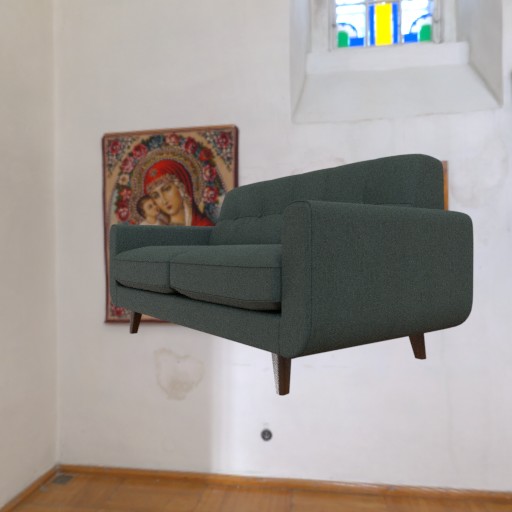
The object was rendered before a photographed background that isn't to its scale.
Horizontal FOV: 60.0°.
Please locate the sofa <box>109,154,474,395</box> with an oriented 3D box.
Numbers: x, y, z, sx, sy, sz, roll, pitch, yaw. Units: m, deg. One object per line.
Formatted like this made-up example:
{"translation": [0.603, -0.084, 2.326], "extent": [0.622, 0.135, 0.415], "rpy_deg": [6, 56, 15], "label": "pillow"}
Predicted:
{"translation": [0.000, 0.000, 2.099], "extent": [0.909, 0.841, 1.631], "rpy_deg": [-1, 1, -37], "label": "sofa"}
